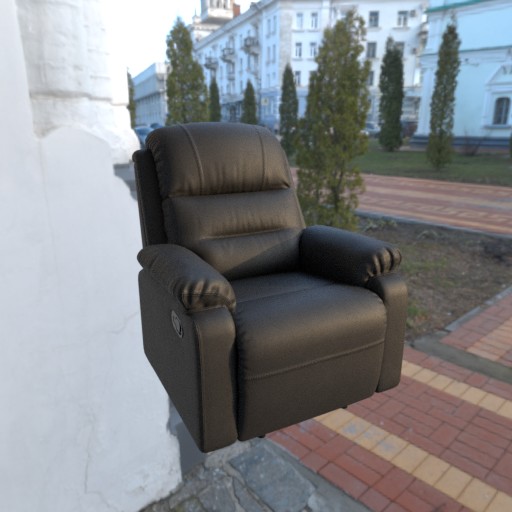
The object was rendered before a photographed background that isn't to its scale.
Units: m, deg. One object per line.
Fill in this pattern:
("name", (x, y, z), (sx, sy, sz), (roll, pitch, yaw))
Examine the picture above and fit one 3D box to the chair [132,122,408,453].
("chair", (0.000, 0.000, 1.708), (0.855, 0.992, 0.919), (-8, 18, -26))
